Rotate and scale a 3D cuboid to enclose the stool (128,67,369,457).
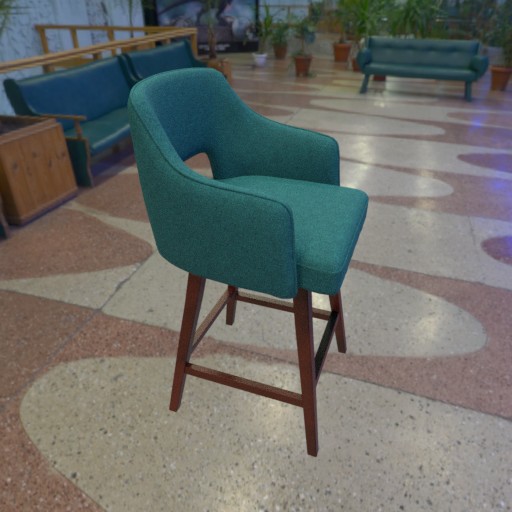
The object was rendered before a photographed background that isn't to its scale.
[{"bbox_3d":[0.000,0.000,1.284,0.556,0.961,0.548,11,33,17],"label":"stool"}]
